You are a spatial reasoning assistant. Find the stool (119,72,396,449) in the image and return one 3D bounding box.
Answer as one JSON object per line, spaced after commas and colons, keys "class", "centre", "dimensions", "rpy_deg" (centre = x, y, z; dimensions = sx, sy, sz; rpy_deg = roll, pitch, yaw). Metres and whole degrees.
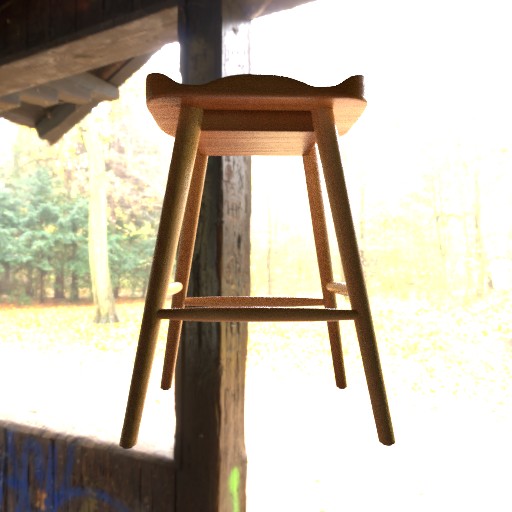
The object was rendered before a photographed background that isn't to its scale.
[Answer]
{"class": "stool", "centre": [0.000, 0.000, 0.882], "dimensions": [0.440, 0.615, 0.361], "rpy_deg": [0, -2, -1]}
